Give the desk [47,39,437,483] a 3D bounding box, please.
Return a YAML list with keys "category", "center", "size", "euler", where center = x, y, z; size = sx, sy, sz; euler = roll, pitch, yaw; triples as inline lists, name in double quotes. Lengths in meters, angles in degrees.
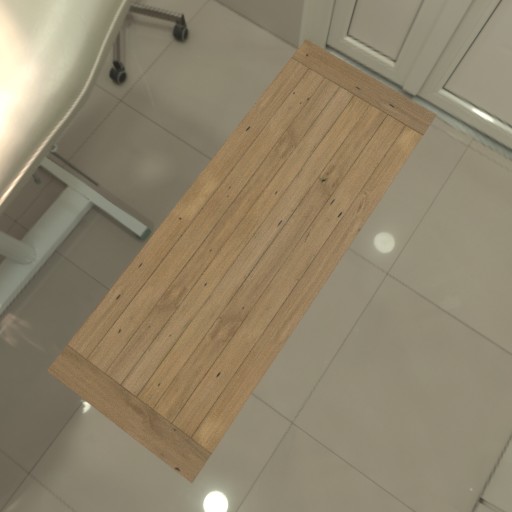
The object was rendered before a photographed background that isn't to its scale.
- category: "desk"
  center: [0.000, 0.000, 2.188]
  size: [0.688, 0.760, 1.803]
  euler: [34, 78, 8]
